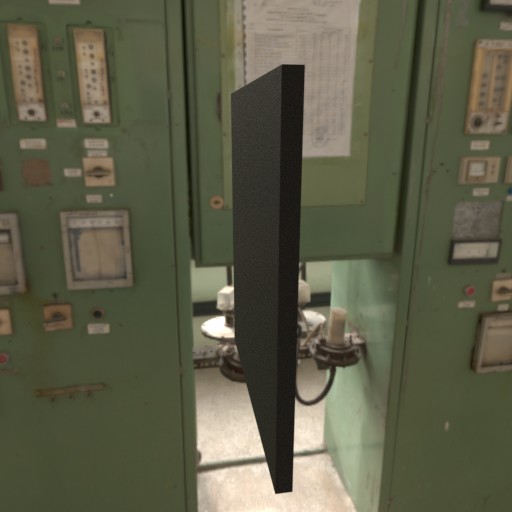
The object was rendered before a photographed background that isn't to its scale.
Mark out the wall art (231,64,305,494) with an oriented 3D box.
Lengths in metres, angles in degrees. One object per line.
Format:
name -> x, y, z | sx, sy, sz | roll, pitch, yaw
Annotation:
wall art -> 0.000, 0.000, 0.695 | 0.023, 0.505, 0.428 | -3, 17, -9
